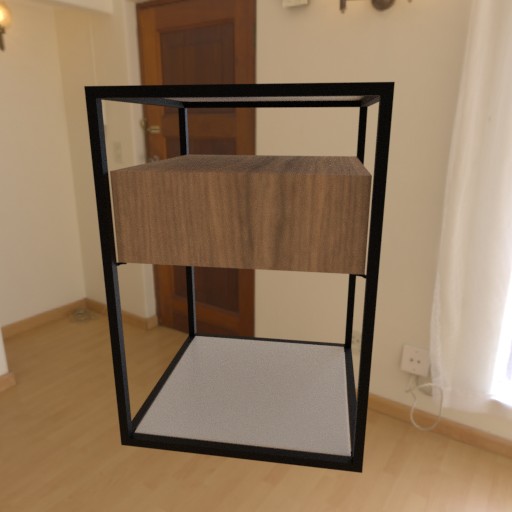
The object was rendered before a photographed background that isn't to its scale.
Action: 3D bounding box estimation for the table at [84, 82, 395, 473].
[{"bbox_3d":[0.000,0.000,0.785,0.378,0.540,0.378,3,17,9],"label":"table"}]
